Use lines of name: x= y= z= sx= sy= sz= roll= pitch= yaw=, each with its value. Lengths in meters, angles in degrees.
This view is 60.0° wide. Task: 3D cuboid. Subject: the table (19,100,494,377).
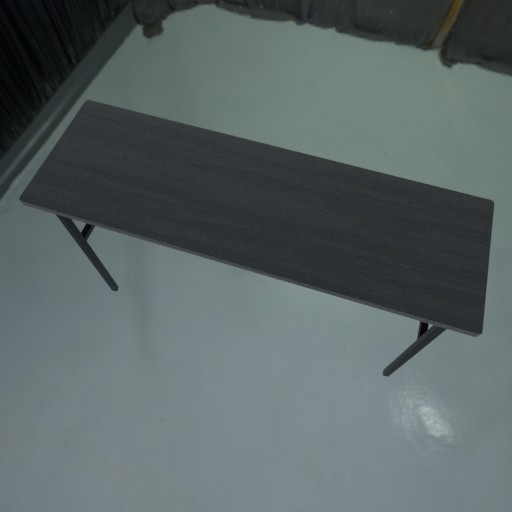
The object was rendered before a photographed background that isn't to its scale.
table: x=0.000 y=0.000 z=1.698 sx=1.399 sy=0.750 sz=0.449 roll=16 pitch=64 yaw=8
